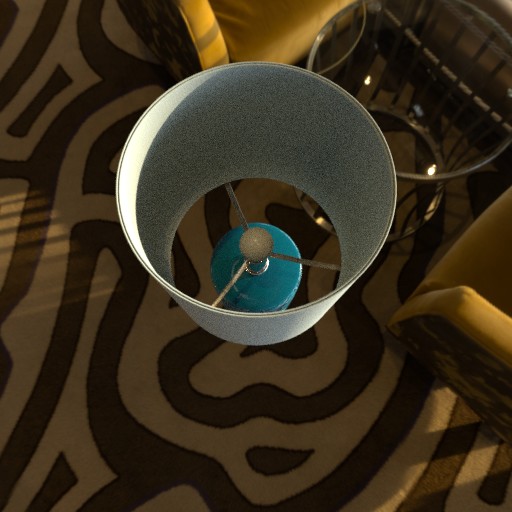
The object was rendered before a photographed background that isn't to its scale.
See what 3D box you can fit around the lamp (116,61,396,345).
[{"bbox_3d":[0.000,0.000,0.486,0.193,0.377,0.193,38,77,10],"label":"lamp"}]
